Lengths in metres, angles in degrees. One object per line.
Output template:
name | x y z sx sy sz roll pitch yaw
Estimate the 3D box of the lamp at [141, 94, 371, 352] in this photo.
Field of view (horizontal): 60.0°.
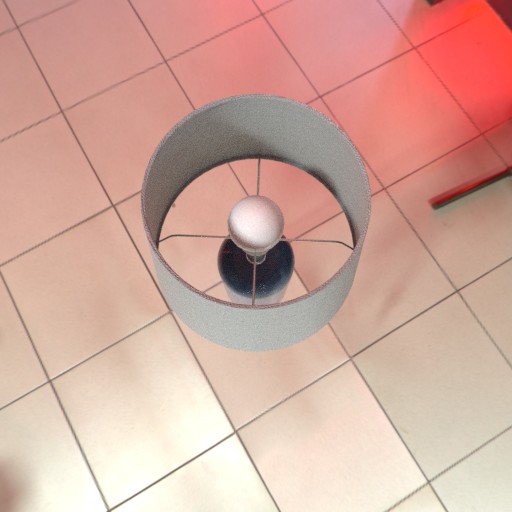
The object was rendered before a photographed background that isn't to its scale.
lamp | 0.000 0.000 0.590 0.253 0.428 0.253 0 76 0
